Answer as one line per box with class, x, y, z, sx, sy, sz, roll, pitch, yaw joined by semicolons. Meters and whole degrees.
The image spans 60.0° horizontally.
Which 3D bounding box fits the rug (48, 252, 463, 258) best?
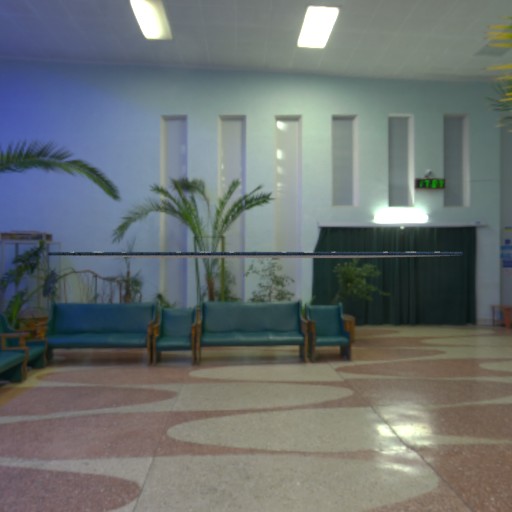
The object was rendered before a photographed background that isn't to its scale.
rug;0.000;0.000;3.850;2.270;0.020;2.881;0;0;0
